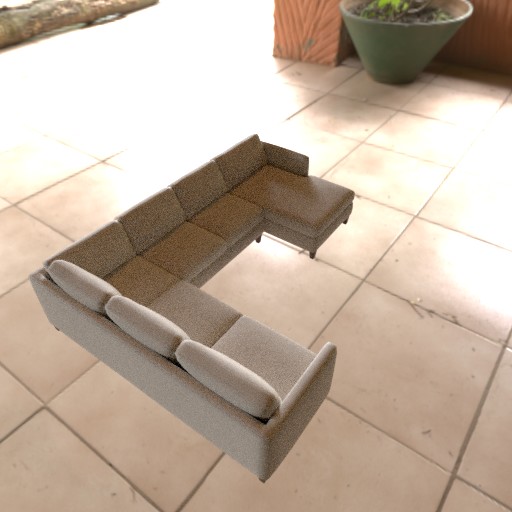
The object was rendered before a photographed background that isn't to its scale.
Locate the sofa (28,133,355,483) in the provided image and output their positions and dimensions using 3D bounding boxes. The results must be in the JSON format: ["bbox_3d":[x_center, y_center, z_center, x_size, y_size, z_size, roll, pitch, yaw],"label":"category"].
[{"bbox_3d":[0.000,0.000,4.369,2.551,0.853,3.238,25,47,26],"label":"sofa"}]
